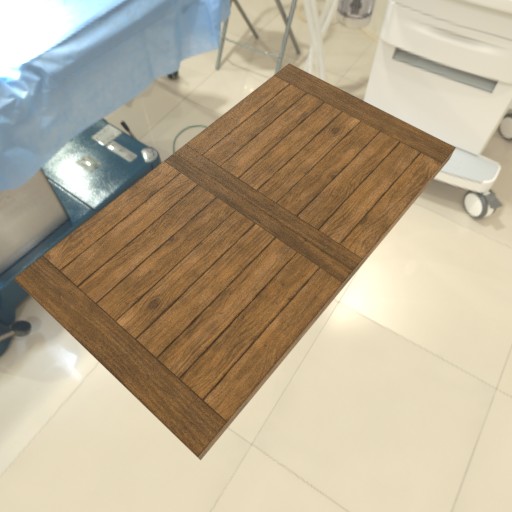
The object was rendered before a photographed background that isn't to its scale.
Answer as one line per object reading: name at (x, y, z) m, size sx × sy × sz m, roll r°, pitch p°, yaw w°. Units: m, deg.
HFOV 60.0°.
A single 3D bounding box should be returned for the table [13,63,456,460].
table at (0.000, 0.000, 2.109) m, size 0.931 × 0.757 × 1.641 m, roll 35°, pitch 65°, yaw 20°
